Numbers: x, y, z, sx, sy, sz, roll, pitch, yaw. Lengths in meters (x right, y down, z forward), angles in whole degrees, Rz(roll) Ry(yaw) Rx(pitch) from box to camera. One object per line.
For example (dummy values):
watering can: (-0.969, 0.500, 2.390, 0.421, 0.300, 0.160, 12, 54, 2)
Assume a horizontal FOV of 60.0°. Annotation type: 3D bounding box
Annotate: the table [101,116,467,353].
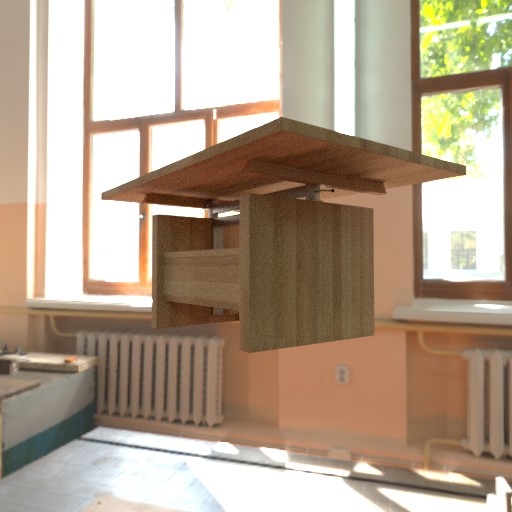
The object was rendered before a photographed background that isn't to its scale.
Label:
table: (0.000, 0.000, 1.507, 0.700, 0.510, 1.100, 1, -2, -37)
